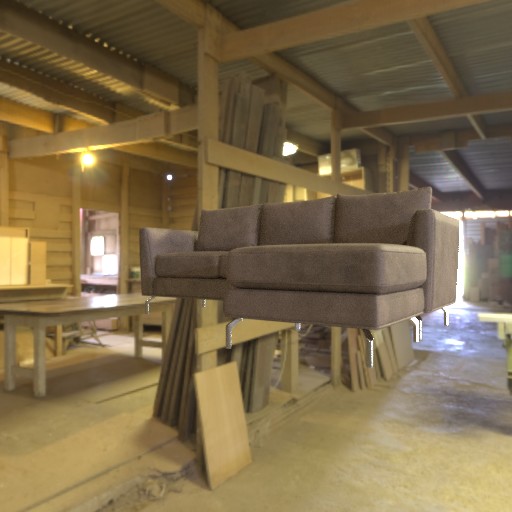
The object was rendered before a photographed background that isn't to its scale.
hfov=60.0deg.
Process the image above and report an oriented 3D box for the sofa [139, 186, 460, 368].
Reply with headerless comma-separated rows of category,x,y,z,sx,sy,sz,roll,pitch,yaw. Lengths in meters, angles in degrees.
sofa,0.000,0.000,3.182,2.438,0.987,1.622,-1,-1,35
